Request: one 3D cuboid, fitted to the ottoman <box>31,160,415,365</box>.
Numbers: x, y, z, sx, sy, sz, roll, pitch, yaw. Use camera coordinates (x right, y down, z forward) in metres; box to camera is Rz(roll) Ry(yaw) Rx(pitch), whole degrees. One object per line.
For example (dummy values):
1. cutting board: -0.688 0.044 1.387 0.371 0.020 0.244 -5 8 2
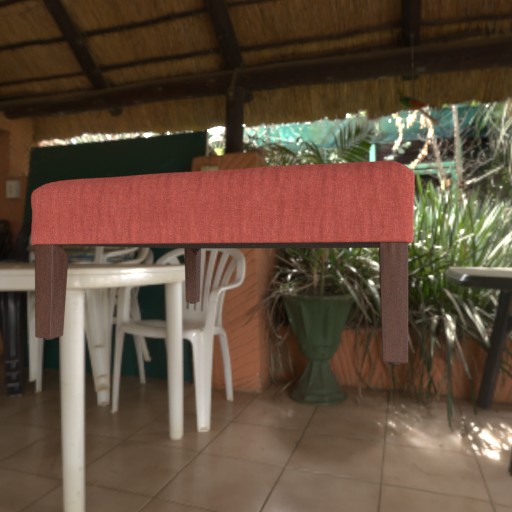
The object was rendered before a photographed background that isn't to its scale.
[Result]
1. ottoman: 0.000 0.000 1.375 0.889 0.411 0.890 0 0 17
